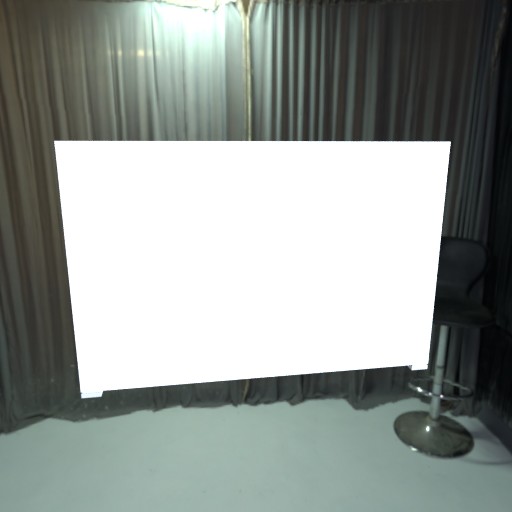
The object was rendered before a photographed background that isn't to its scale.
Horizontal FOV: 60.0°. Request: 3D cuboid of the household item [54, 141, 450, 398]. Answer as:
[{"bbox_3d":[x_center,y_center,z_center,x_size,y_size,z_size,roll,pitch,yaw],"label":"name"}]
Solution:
[{"bbox_3d":[0.000,0.000,1.742,1.300,0.867,0.420,-2,14,-9],"label":"household item"}]
